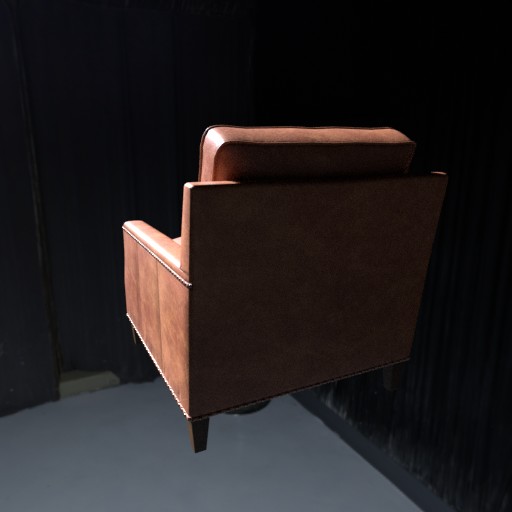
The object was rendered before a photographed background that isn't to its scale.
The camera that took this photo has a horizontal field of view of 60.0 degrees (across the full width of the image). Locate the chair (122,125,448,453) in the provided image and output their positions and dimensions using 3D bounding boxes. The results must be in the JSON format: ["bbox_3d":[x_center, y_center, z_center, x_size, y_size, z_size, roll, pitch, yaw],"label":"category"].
[{"bbox_3d":[0.000,0.000,1.713,0.853,0.943,1.014,-7,16,-26],"label":"chair"}]
